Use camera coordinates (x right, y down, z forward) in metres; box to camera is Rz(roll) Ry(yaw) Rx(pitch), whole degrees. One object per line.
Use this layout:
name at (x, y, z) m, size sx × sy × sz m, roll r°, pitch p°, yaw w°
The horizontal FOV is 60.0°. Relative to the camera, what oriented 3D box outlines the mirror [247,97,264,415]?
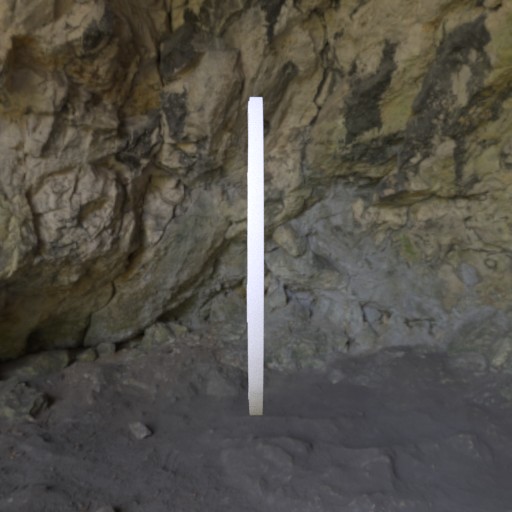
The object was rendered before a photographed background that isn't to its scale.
mirror at (0.000, 0.000, 1.355) m, size 0.038 × 0.914 × 0.914 m, roll 0°, pitch -1°, yaw 0°
